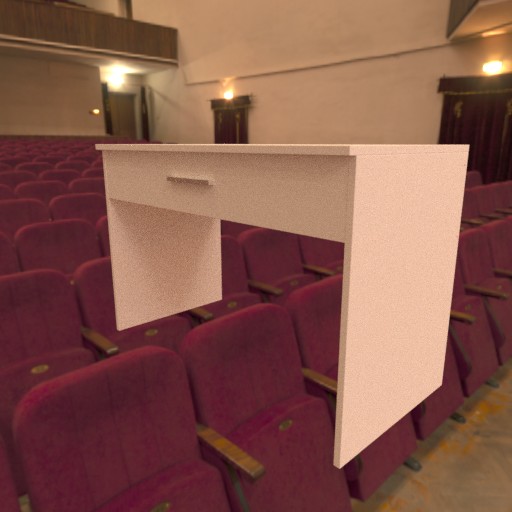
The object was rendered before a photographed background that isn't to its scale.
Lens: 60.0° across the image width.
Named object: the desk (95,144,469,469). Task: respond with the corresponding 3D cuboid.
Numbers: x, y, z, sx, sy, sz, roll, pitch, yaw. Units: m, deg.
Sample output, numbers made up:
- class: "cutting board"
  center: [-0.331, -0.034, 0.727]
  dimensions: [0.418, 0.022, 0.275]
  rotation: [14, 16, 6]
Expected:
- class: "desk"
  center: [0.000, 0.000, 1.497]
  dimensions: [0.560, 0.730, 1.100]
  rotation: [-13, 19, -42]
